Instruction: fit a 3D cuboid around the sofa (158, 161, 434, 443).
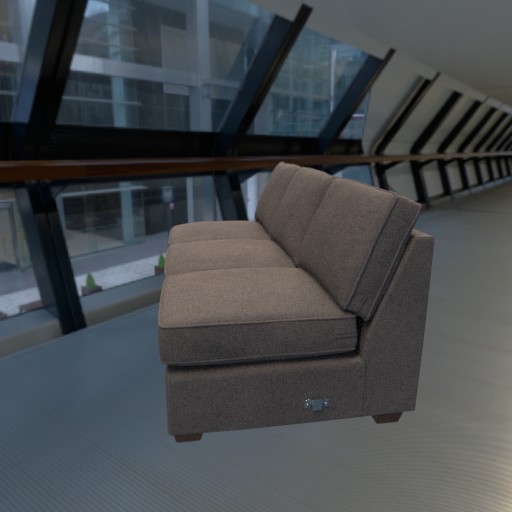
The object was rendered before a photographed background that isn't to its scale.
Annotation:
[{"bbox_3d":[0.000,0.000,2.532,1.027,0.973,1.962,-2,15,-9],"label":"sofa"}]
